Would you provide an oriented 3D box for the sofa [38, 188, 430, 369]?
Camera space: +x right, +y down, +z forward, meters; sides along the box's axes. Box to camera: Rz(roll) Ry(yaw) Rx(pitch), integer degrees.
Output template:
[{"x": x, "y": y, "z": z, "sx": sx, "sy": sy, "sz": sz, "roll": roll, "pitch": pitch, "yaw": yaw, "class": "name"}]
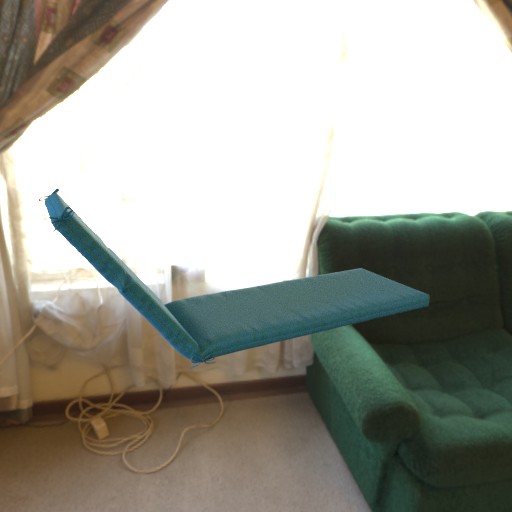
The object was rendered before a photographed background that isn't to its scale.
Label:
[{"x": 0.000, "y": 0.000, "z": 1.954, "sx": 1.663, "sy": 0.622, "sz": 0.582, "roll": -8, "pitch": 17, "yaw": -26, "class": "sofa"}]
